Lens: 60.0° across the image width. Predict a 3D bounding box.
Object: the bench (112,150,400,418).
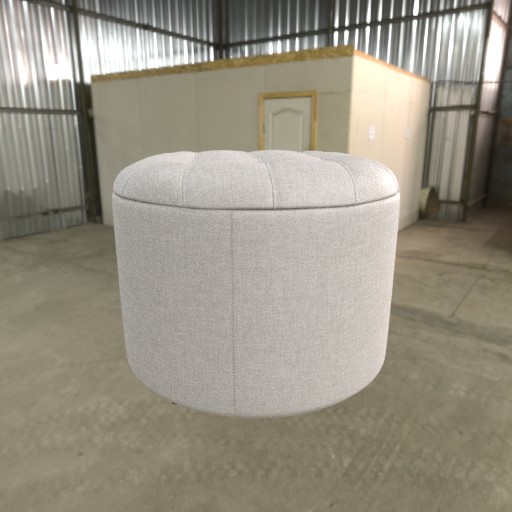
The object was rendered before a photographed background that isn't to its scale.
[{"bbox_3d":[0.000,0.000,1.004,0.600,0.453,0.600,0,16,0],"label":"bench"}]
